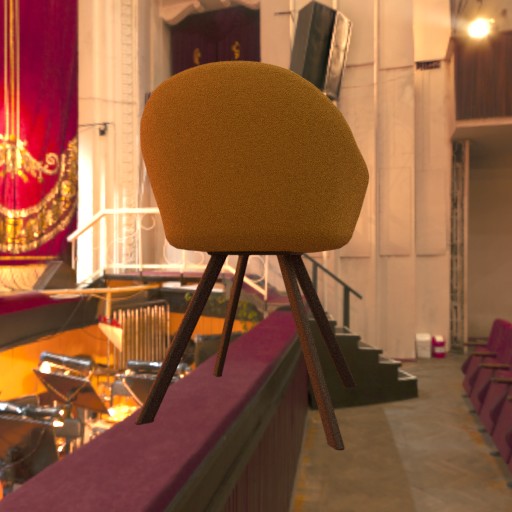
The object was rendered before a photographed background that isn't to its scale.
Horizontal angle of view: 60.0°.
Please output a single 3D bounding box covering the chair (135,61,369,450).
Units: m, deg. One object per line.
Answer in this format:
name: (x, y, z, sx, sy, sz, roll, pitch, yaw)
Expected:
chair: (0.000, 0.000, 1.132, 0.545, 0.775, 0.565, 0, 0, 17)
